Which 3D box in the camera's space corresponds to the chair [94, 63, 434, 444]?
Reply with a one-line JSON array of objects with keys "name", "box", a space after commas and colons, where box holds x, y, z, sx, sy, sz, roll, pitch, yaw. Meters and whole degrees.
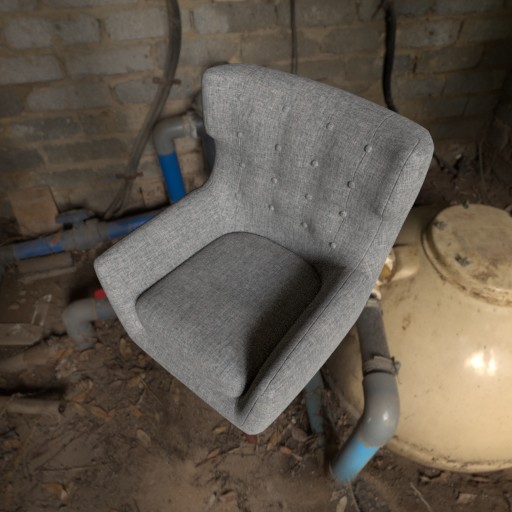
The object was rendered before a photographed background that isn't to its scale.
[{"name": "chair", "box": [0.000, 0.000, 1.697, 0.878, 1.063, 0.904, 31, 54, 26]}]
